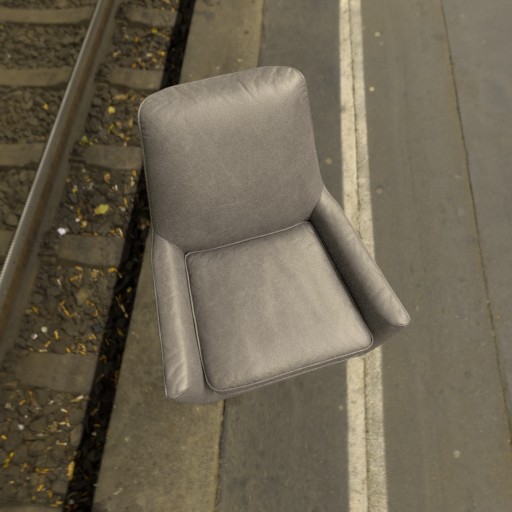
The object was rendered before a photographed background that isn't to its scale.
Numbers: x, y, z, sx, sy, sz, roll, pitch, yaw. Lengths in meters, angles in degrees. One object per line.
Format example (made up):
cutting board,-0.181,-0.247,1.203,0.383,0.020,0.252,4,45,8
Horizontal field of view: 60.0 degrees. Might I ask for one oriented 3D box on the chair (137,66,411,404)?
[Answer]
chair,0.000,0.000,1.535,0.787,0.888,0.822,-16,64,-8
